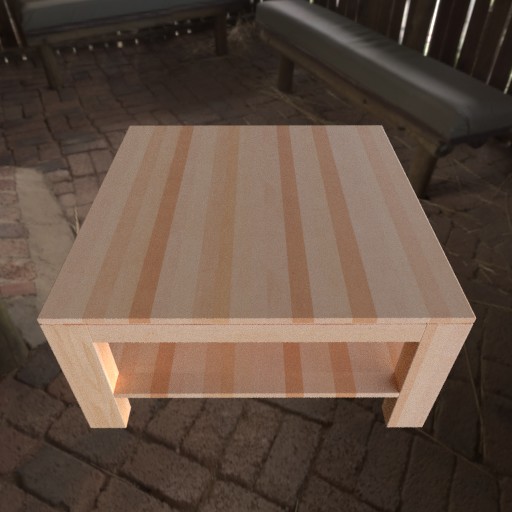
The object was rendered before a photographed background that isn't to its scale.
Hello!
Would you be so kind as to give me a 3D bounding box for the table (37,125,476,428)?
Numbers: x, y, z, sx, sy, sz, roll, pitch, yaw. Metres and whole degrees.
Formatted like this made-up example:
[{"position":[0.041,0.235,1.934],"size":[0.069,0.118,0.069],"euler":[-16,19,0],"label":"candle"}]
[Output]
[{"position":[0.000,0.000,1.393],"size":[0.900,0.450,0.900],"euler":[0,41,0],"label":"table"}]
